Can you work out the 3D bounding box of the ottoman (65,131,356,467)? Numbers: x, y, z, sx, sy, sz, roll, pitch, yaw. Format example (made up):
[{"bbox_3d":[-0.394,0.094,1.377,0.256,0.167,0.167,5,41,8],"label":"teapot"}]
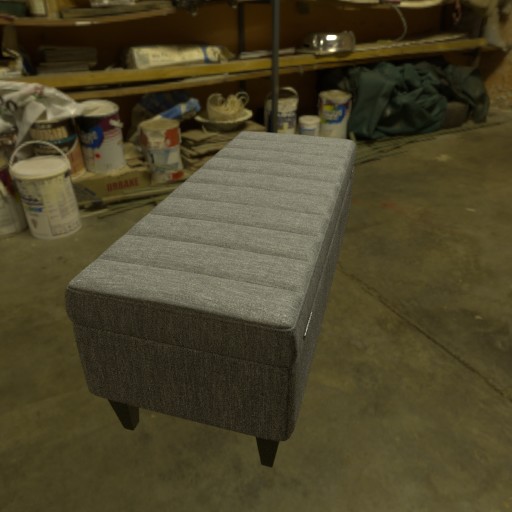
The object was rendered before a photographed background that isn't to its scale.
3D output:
[{"bbox_3d":[0.000,0.000,1.380,0.482,0.469,1.151,9,32,14],"label":"ottoman"}]
